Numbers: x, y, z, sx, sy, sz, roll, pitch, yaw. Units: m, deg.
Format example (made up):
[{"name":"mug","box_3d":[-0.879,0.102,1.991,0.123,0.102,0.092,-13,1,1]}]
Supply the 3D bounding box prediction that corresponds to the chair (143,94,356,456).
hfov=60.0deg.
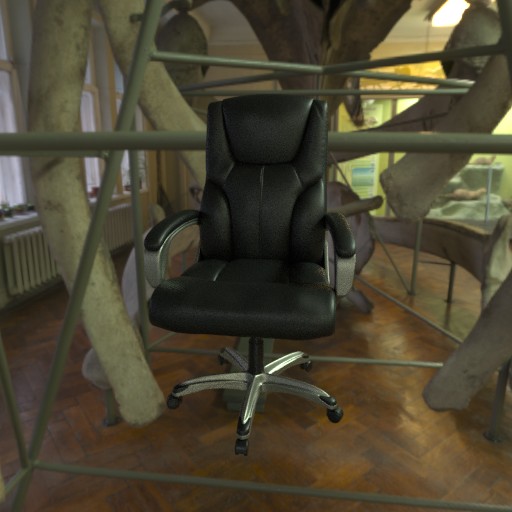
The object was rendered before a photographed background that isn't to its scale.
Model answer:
[{"name":"chair","box_3d":[0.000,0.000,1.582,0.663,1.155,0.739,2,14,8]}]
